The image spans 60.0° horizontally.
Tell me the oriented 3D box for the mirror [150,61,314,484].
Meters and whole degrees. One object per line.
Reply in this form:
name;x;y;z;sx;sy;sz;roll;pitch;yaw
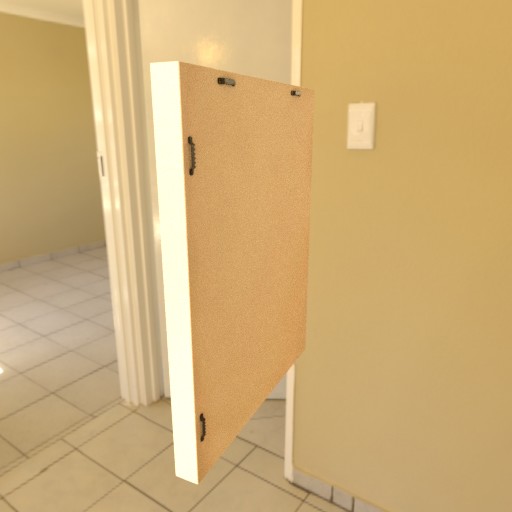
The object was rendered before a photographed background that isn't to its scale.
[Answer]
mirror;0.000;0.000;0.684;0.041;0.508;0.405;8;18;25
